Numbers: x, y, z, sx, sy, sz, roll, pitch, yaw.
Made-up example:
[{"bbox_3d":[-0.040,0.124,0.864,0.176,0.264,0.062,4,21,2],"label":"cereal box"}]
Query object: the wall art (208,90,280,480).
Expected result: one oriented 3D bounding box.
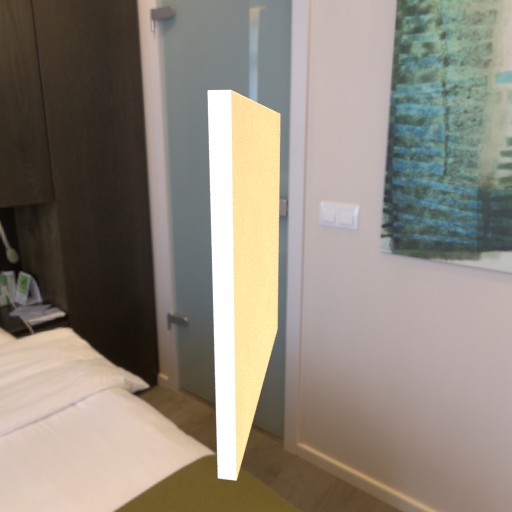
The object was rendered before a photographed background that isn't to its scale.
[{"bbox_3d":[0.000,0.000,1.186,0.040,0.762,0.762,2,15,9],"label":"wall art"}]
